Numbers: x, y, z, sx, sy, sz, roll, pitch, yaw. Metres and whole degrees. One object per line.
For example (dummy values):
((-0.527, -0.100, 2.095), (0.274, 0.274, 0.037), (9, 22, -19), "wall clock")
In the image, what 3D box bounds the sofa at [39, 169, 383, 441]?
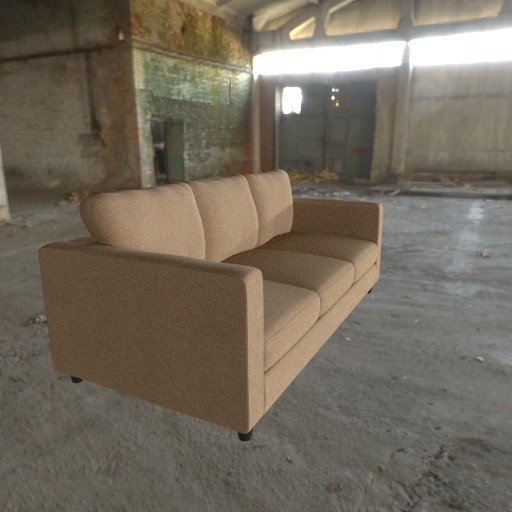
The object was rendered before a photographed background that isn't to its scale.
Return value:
((0.000, 0.000, 2.324), (0.930, 0.800, 1.855), (7, 16, 27), "sofa")
